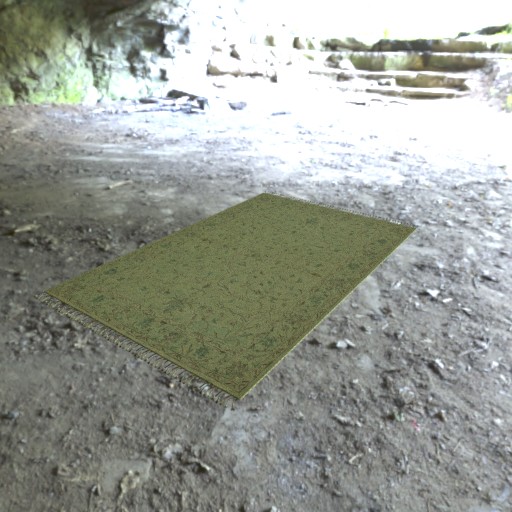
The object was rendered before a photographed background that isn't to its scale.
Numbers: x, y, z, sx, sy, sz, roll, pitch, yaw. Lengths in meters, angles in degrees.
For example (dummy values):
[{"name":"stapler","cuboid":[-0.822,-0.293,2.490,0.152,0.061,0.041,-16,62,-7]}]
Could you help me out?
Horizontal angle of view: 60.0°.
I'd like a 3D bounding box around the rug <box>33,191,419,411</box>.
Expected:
[{"name":"rug","cuboid":[0.000,0.000,3.110,1.544,0.010,2.435,18,32,32]}]
